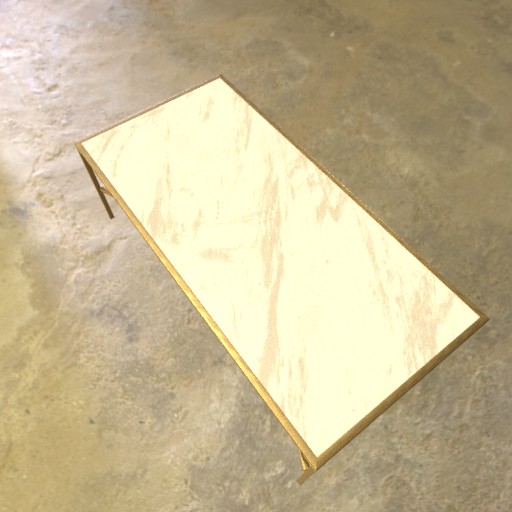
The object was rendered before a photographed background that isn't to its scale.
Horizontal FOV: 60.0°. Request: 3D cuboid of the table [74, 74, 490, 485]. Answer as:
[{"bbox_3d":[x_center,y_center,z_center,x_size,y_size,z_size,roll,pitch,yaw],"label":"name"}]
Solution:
[{"bbox_3d":[0.000,0.000,1.443,0.577,0.405,1.197,-33,64,-18],"label":"table"}]
